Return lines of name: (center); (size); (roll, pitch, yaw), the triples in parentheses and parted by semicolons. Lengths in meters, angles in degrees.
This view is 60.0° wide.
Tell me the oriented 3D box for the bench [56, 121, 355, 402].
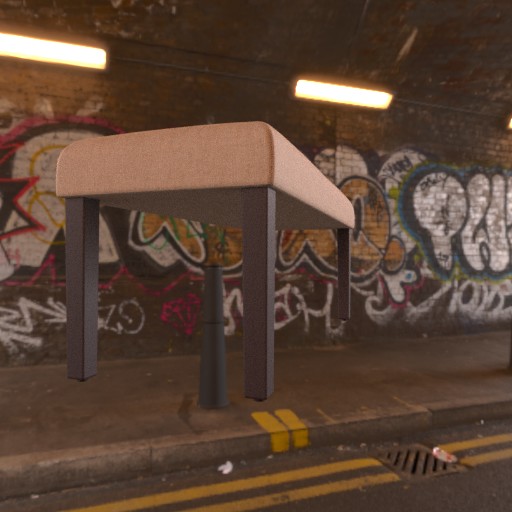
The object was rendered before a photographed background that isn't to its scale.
bench: (0.000, 0.000, 1.195); (0.407, 0.456, 1.013); (0, 0, 19)
